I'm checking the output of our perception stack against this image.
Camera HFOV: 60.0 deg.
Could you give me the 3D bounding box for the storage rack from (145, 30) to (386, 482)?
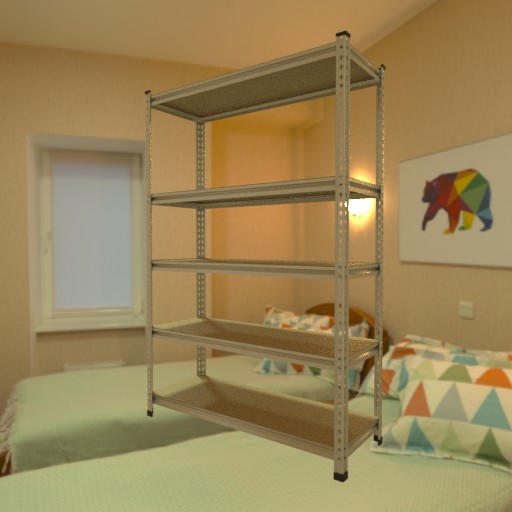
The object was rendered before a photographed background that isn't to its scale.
[{"bbox_3d":[0.000,0.000,2.332,1.219,1.829,0.457,1,2,36],"label":"storage rack"}]
